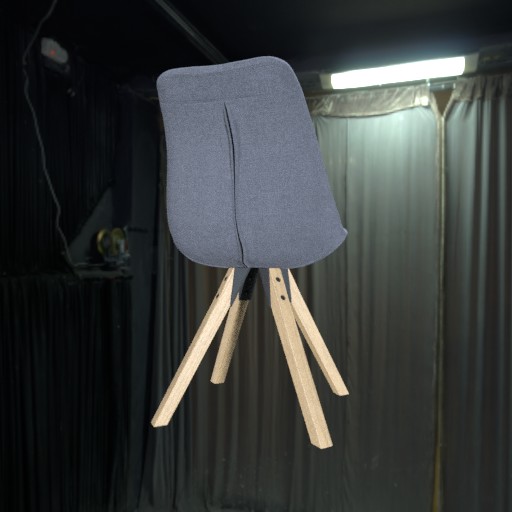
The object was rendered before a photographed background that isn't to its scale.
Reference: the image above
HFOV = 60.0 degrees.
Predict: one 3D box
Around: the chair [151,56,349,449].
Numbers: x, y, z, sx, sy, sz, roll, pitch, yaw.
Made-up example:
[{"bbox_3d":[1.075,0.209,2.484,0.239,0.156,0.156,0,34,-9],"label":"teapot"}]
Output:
[{"bbox_3d":[0.000,0.000,1.213,0.485,0.850,0.550,0,0,17],"label":"chair"}]
